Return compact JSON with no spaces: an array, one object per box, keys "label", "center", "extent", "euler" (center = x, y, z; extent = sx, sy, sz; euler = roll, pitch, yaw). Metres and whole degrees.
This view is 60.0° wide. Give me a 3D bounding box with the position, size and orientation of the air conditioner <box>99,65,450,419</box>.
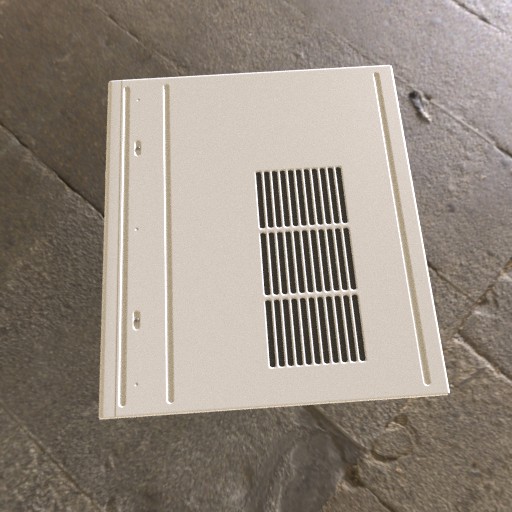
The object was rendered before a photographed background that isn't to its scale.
[{"label":"air conditioner","center":[0.000,0.000,1.026],"extent":[0.599,0.455,0.645],"euler":[-4,74,-1]}]
